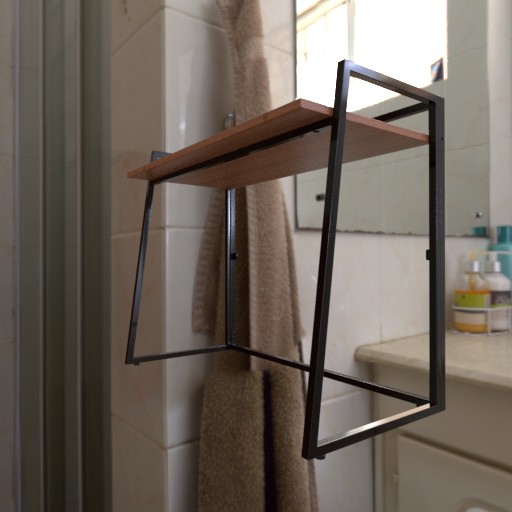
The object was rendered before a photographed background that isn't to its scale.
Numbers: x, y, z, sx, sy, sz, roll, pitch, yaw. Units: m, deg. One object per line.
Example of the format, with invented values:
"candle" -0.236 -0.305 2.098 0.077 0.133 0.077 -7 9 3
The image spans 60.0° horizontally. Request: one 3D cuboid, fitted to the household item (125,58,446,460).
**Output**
"household item" 0.000 0.000 1.476 0.510 0.860 1.050 0 -1 -37
